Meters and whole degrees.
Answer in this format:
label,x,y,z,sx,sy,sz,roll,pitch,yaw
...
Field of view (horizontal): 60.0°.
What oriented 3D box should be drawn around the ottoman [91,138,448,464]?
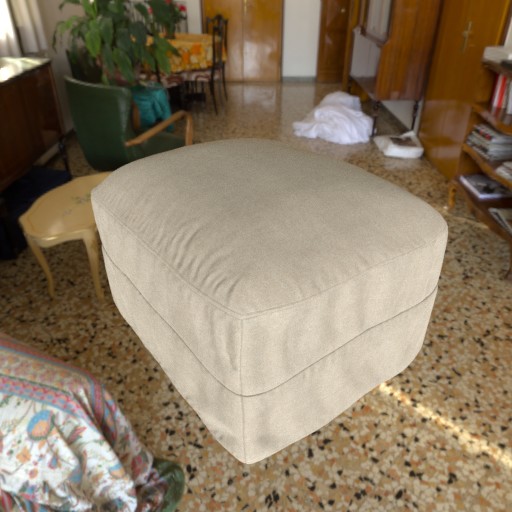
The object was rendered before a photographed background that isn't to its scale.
label,x,y,z,sx,sy,sz,roll,pitch,yaw
ottoman,0.000,0.000,1.078,0.584,0.480,0.712,-21,38,-30
